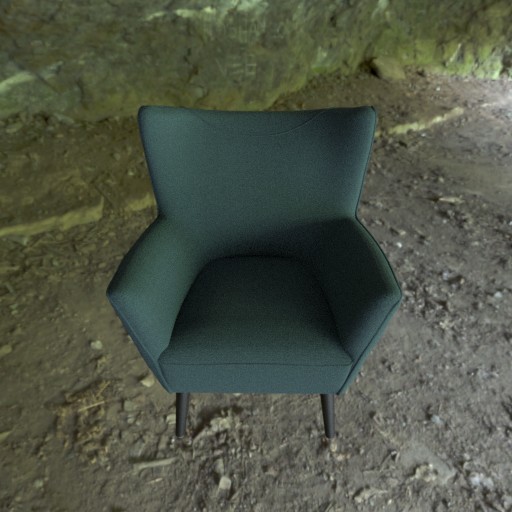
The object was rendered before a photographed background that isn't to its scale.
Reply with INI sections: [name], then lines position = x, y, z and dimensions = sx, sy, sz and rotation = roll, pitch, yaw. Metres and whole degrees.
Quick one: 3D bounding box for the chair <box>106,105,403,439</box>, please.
[chair]
position = 0.000, 0.000, 1.529
dimensions = 0.781, 0.933, 0.888
rotation = 0, 30, 1
